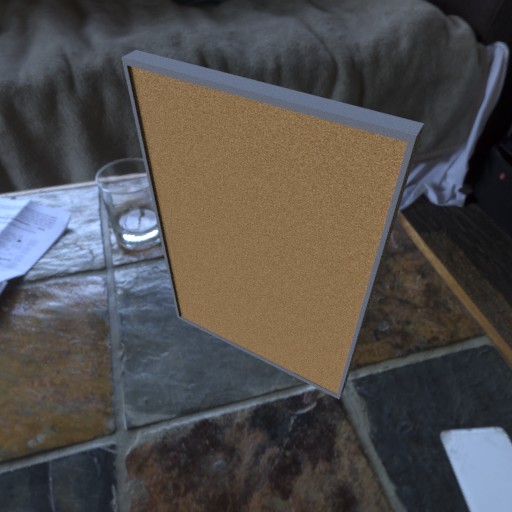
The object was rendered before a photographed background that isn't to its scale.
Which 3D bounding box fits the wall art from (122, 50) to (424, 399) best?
[{"bbox_3d":[0.000,0.000,0.955,0.511,0.753,0.039,22,50,20],"label":"wall art"}]
